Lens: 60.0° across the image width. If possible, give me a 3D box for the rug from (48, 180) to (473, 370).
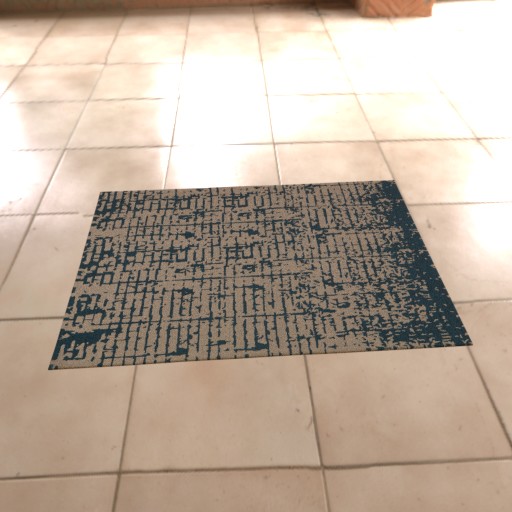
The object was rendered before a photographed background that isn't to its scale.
[{"bbox_3d":[0.000,0.000,2.324,1.828,0.007,1.220,-3,46,-3],"label":"rug"}]
